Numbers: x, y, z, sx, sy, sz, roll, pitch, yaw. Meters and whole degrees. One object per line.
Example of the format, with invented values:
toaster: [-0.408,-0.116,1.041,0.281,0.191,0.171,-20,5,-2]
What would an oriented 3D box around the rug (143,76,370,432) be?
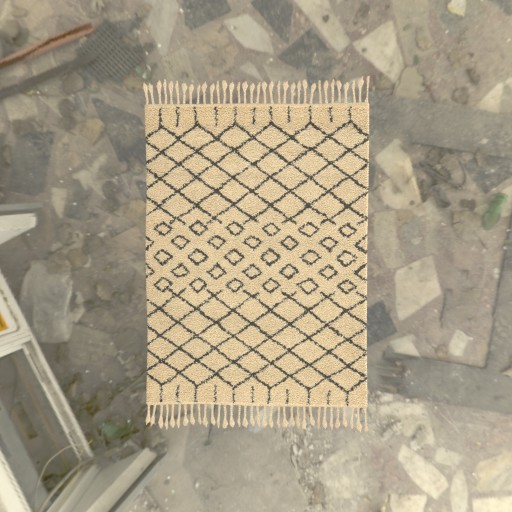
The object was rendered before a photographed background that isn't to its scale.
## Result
rug: [0.000,0.000,3.262,1.664,0.029,2.615,0,91,2]
